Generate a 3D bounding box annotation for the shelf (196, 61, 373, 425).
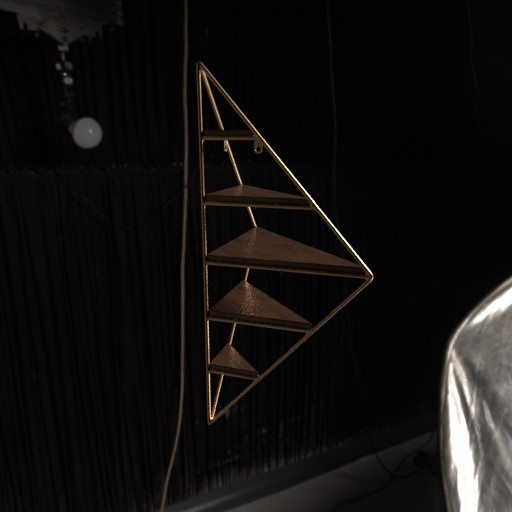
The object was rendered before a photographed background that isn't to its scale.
[{"bbox_3d":[0.000,0.000,1.149,0.294,0.913,0.564,-7,17,-26],"label":"shelf"}]
